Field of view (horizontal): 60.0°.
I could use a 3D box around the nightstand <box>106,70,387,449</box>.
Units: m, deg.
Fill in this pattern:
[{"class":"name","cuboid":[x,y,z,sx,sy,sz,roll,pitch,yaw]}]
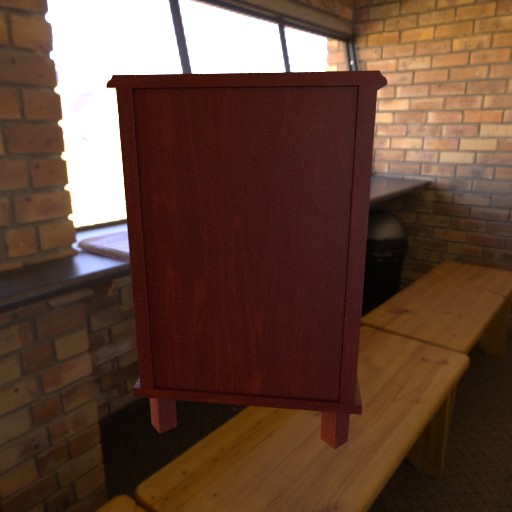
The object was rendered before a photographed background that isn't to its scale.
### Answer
[{"class":"nightstand","cuboid":[0.000,0.000,0.934,0.435,0.681,0.351,2,16,7]}]
